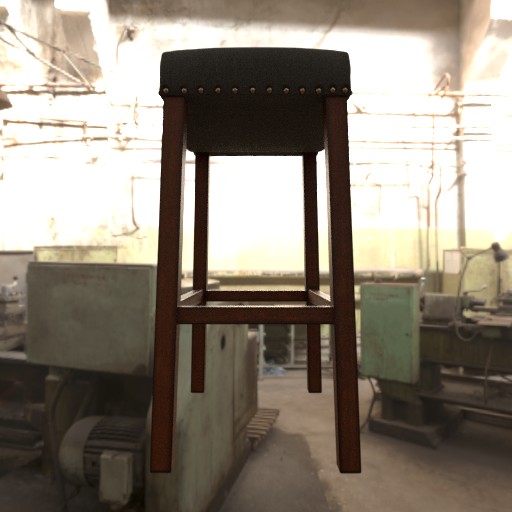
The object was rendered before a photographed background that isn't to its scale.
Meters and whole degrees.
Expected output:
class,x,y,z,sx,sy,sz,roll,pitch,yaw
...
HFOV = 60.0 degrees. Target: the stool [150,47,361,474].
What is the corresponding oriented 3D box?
class,x,y,z,sx,sy,sz,roll,pitch,yaw
stool,0.000,0.000,1.021,0.366,0.760,0.502,0,-1,0
